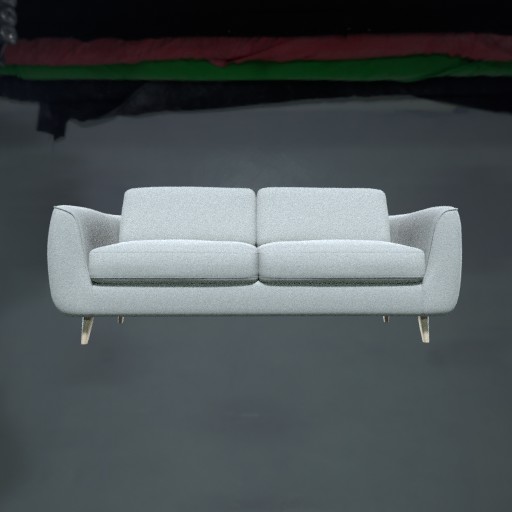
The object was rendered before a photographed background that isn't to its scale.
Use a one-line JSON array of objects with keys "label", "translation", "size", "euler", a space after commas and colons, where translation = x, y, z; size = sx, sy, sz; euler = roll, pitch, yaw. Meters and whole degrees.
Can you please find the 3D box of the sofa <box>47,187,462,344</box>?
[{"label": "sofa", "translation": [0.000, 0.000, 2.499], "size": [2.000, 0.850, 0.920], "euler": [0, 1, -1]}]
